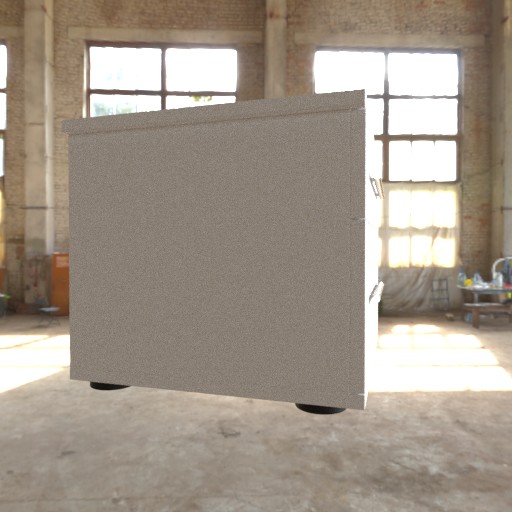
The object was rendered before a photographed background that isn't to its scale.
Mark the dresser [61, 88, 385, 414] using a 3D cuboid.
[{"bbox_3d":[0.000,0.000,0.728,0.400,0.360,0.430,0,1,17],"label":"dresser"}]
